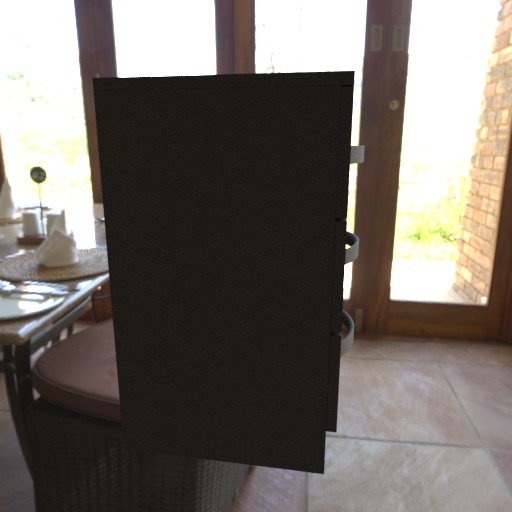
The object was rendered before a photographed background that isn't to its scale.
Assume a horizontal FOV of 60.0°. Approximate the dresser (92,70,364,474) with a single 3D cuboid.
[{"bbox_3d":[0.000,0.000,0.804,0.360,0.560,0.400,3,14,10],"label":"dresser"}]
